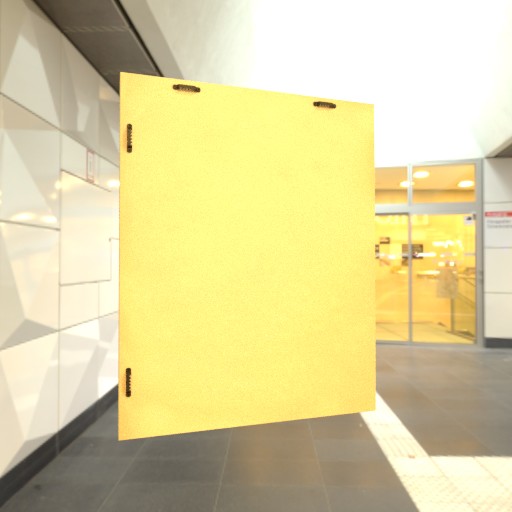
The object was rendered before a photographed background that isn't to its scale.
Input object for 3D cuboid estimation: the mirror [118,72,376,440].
[{"bbox_3d":[0.000,0.000,0.688,0.406,0.509,0.041,0,-1,-18],"label":"mirror"}]
